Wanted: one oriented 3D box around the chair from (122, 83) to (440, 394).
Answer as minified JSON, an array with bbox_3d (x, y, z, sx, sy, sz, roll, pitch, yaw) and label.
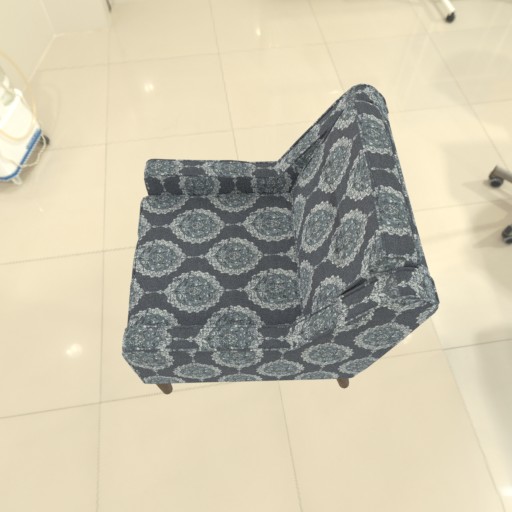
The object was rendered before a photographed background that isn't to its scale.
[{"bbox_3d":[0.000,0.000,1.348,0.743,0.792,0.663,-2,59,-1],"label":"chair"}]
